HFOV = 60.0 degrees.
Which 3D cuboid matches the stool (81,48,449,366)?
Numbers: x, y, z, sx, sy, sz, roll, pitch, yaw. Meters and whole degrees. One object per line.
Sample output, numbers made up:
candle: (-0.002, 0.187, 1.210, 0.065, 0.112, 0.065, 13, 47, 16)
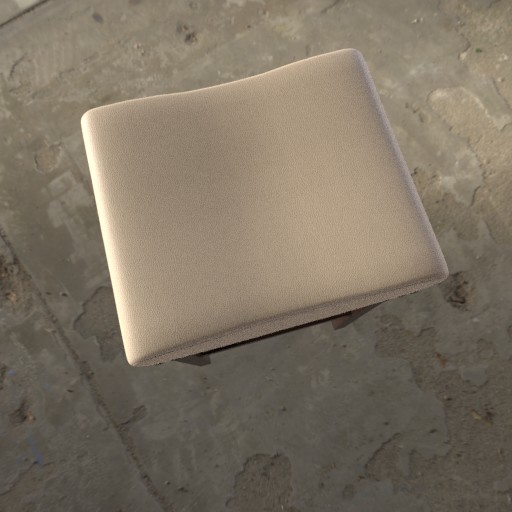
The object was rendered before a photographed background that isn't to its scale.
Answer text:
stool: (0.000, 0.000, 1.007, 0.471, 0.762, 0.401, -15, 75, -4)
